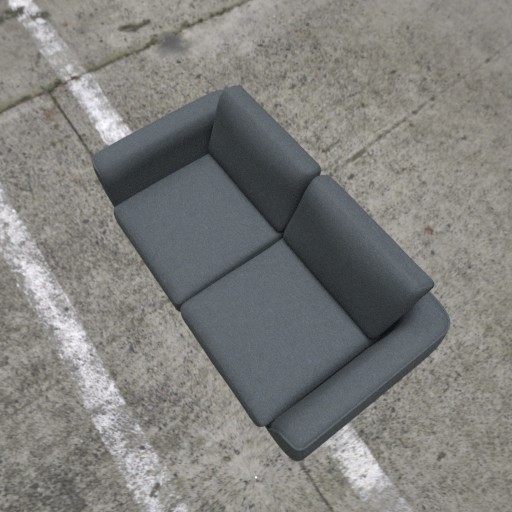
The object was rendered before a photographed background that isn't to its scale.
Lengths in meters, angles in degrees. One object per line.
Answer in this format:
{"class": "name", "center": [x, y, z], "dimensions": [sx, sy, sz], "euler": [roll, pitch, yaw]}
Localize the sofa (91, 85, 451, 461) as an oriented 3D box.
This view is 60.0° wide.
{"class": "sofa", "center": [0.000, 0.000, 2.182], "dimensions": [0.920, 0.850, 1.700], "euler": [-33, 68, -15]}
